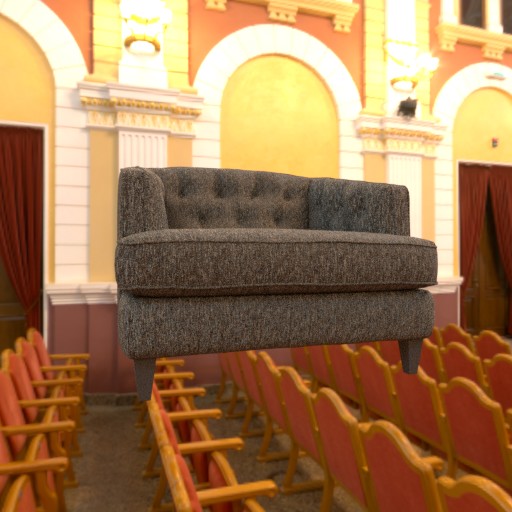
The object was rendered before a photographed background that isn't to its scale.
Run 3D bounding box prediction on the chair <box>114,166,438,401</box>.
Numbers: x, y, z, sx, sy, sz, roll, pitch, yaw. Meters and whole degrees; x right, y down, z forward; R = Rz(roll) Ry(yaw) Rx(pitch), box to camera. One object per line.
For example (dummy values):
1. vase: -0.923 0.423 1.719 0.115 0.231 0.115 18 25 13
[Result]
1. chair: 0.000 0.000 1.803 1.104 0.852 0.941 0 0 -18
